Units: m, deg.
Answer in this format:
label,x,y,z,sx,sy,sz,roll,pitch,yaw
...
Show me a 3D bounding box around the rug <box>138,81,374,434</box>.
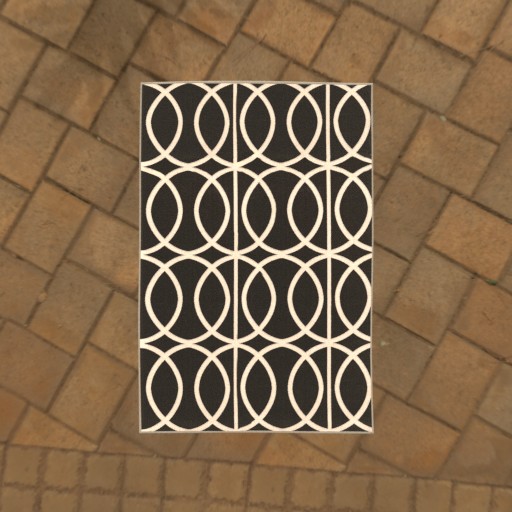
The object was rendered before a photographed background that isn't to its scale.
label,x,y,z,sx,sy,sz,roll,pitch,yaw
rug,0.000,0.000,2.882,1.528,0.014,2.294,0,89,0
